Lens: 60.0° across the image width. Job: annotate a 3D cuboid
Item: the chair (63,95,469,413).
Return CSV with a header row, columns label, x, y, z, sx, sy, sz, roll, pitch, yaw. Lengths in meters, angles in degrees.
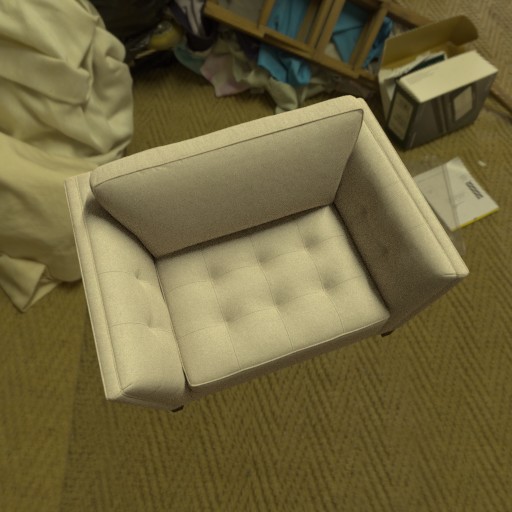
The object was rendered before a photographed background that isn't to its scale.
label,x,y,z,sx,sy,sz,roll,pitch,yaw
chair,0.000,0.000,2.039,1.397,0.940,0.965,-18,66,-8
